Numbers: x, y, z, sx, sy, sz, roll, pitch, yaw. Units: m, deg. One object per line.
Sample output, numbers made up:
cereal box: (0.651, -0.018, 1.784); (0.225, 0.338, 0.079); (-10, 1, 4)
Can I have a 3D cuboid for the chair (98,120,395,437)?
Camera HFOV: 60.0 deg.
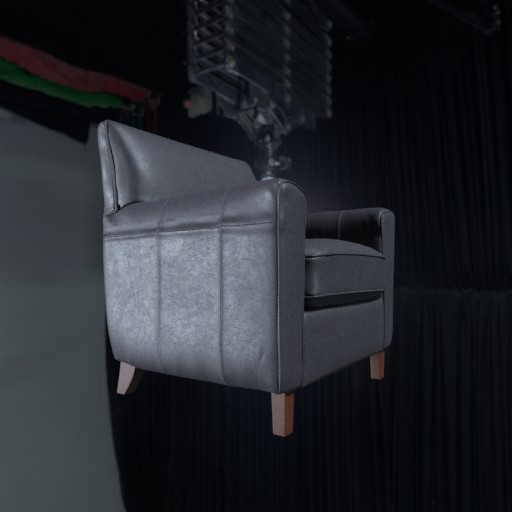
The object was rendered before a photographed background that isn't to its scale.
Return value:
chair: (0.000, 0.000, 1.643); (0.825, 0.943, 0.870); (-1, -1, 36)
